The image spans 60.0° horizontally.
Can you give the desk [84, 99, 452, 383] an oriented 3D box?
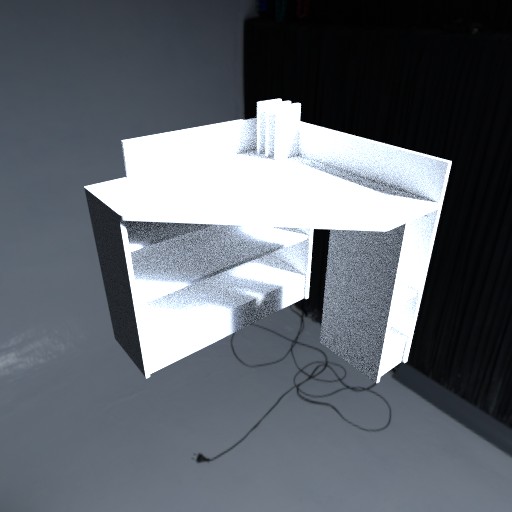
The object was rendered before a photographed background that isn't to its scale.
[{"bbox_3d":[0.000,0.000,1.765,0.940,0.986,0.940,-21,36,-33],"label":"desk"}]
